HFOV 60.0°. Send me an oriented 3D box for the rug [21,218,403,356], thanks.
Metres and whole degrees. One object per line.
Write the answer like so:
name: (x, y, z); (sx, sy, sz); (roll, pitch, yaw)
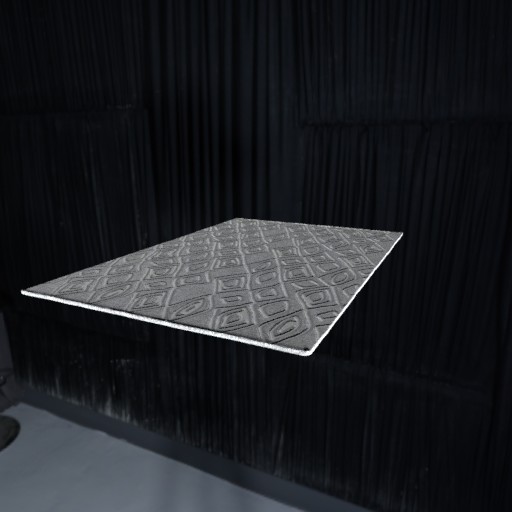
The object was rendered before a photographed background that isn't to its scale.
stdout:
rug: (0.000, 0.000, 2.316); (1.224, 0.016, 1.832); (7, 17, 25)
